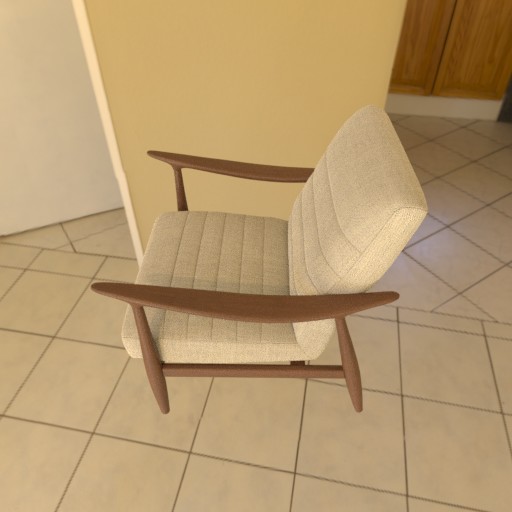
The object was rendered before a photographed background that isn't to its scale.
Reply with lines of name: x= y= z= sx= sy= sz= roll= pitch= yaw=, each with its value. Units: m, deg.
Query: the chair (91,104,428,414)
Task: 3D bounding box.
chair: x=0.000 y=0.000 z=1.453 sx=0.798 sy=0.832 sz=0.741 roll=1 pitch=42 yaw=1
